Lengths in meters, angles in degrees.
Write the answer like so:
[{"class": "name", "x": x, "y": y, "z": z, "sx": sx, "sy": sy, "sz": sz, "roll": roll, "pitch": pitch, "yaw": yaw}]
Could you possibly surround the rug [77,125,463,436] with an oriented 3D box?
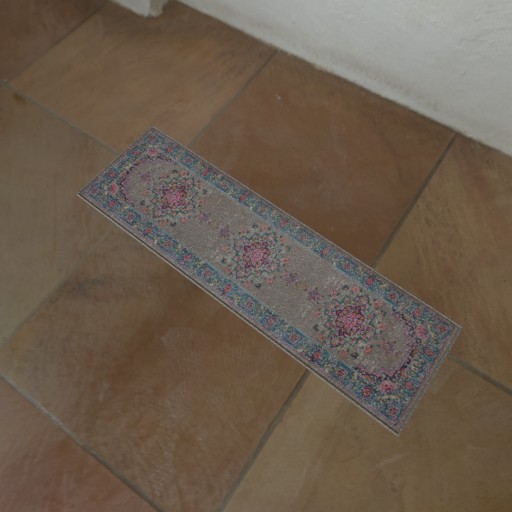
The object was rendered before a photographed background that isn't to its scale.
[{"class": "rug", "x": 0.000, "y": 0.000, "z": 2.049, "sx": 1.827, "sy": 0.012, "sz": 0.553, "roll": 35, "pitch": 70, "yaw": 15}]
